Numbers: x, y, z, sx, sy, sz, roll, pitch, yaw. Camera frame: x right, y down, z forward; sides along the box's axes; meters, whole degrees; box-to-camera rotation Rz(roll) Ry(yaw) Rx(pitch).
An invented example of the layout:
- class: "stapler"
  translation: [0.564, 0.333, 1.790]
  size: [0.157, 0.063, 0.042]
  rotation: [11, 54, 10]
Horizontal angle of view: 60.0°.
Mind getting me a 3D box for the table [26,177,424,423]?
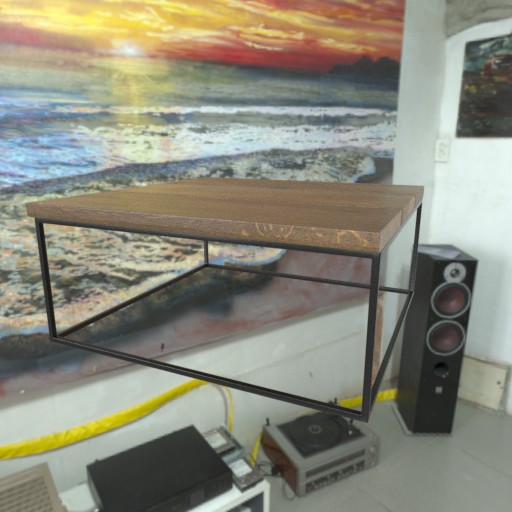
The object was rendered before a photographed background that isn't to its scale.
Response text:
- class: "table"
  translation: [0.000, 0.000, 1.411]
  size: [0.900, 0.400, 0.900]
  rotation: [7, 16, 24]
